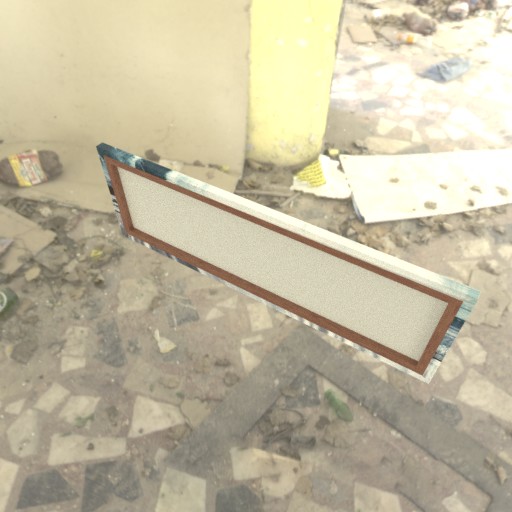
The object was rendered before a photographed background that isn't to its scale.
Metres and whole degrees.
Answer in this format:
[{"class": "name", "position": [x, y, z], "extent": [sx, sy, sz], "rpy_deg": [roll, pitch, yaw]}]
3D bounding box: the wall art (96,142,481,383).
[{"class": "wall art", "position": [0.000, 0.000, 1.746], "extent": [1.524, 0.509, 0.037], "rpy_deg": [24, 51, 21]}]
